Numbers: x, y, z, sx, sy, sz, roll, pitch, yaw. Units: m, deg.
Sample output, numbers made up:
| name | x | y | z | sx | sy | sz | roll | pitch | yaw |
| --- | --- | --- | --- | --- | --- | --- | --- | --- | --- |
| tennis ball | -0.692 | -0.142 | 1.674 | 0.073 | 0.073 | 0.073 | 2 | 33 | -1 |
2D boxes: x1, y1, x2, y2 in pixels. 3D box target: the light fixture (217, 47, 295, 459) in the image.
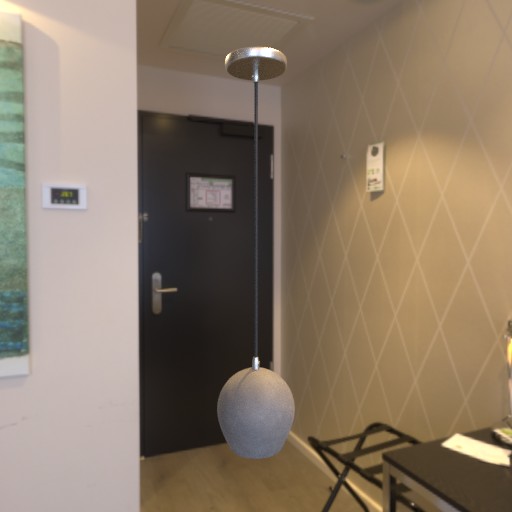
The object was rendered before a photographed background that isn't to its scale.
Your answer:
| name | x | y | z | sx | sy | sz | roll | pitch | yaw |
| --- | --- | --- | --- | --- | --- | --- | --- | --- | --- |
| light fixture | 0.000 | 0.000 | 0.870 | 0.153 | 0.760 | 0.153 | 1 | 2 | 36 |
